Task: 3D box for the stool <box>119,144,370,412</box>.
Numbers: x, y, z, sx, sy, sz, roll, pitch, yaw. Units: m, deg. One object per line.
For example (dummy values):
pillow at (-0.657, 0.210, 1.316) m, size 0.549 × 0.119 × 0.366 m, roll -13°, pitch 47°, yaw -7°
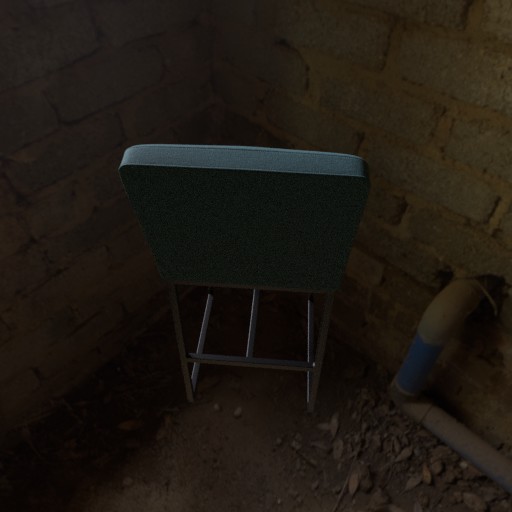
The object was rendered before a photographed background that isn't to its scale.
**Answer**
stool at (0.000, 0.000, 1.323) m, size 0.460 × 1.040 × 0.560 m, roll 4°, pitch 46°, yaw 3°
